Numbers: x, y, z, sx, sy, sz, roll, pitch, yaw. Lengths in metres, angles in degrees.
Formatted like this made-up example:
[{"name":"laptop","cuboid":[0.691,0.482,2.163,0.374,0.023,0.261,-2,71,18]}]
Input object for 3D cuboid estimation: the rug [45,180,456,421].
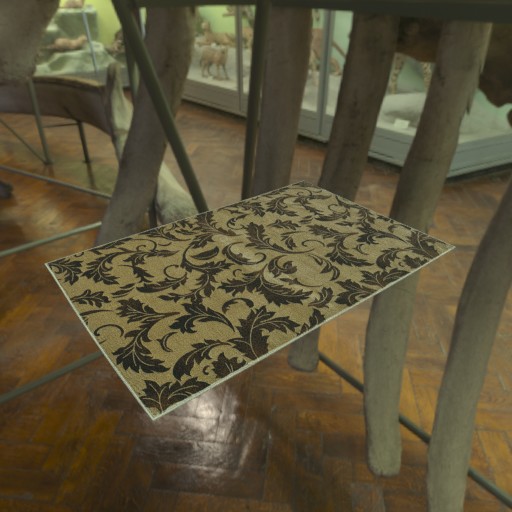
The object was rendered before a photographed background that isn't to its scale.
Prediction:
[{"name":"rug","cuboid":[0.000,0.000,2.922,2.284,0.008,1.522,-22,38,-32]}]
